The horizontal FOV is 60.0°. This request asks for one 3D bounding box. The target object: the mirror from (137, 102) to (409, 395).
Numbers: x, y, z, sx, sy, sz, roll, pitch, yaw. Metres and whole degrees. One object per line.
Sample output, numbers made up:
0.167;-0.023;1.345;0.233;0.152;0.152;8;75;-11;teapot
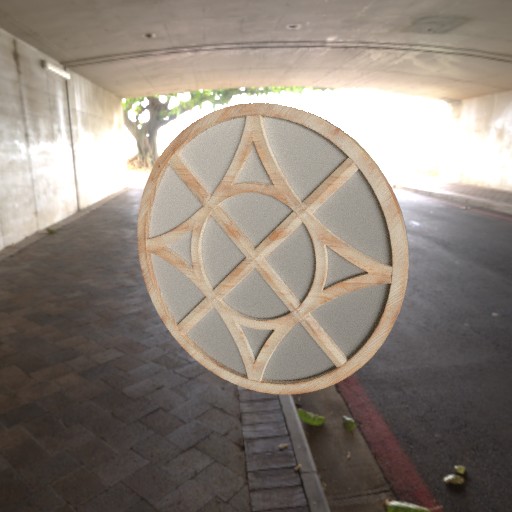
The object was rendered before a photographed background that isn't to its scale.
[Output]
0.000;0.000;1.084;0.710;0.710;0.038;7;15;26;mirror
